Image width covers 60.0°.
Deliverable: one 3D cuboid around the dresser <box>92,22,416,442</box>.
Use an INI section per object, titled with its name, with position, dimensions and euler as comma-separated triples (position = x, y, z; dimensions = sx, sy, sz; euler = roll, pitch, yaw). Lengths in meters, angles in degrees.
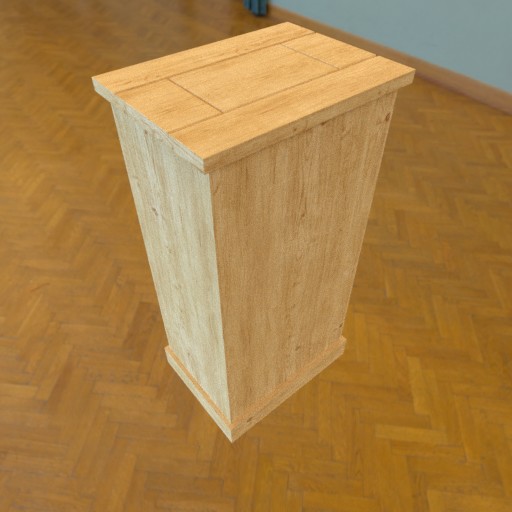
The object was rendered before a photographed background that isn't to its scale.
[dresser]
position = 0.000, 0.000, 1.264
dimensions = 0.531, 1.041, 0.390
euler = -30, 52, -27
